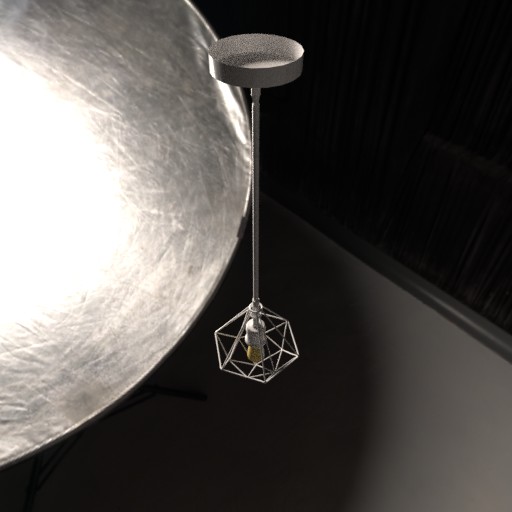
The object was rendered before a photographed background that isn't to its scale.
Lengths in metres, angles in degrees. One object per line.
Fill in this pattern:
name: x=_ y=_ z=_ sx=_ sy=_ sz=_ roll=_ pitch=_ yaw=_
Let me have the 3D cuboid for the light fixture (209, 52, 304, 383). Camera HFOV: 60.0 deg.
light fixture: x=0.000 y=0.000 z=1.977 sx=0.487 sy=1.764 sz=0.431 roll=-31 pitch=52 yaw=-28
